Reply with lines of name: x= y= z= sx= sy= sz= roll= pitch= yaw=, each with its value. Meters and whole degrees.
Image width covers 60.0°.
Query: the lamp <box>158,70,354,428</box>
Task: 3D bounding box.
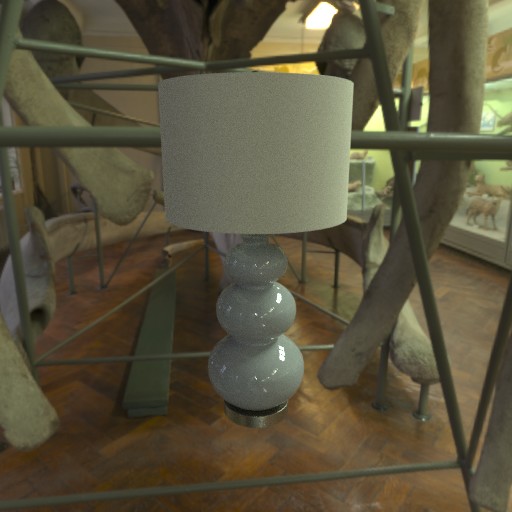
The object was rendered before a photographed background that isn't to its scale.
lamp: x=0.000 y=0.000 z=0.937 sx=0.367 sy=0.730 sz=0.367 roll=-2 pitch=15 yaw=-6
